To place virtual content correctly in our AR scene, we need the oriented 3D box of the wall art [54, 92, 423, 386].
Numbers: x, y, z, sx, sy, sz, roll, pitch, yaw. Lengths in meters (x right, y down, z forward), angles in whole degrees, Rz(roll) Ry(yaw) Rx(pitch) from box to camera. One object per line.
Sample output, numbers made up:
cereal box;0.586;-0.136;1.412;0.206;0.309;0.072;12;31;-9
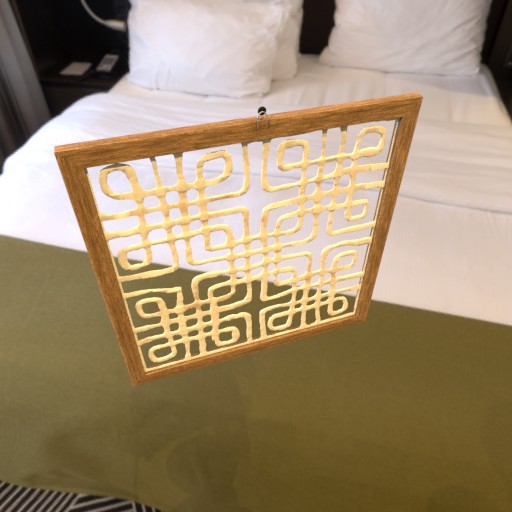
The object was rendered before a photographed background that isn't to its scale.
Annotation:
wall art;0.000;0.000;0.829;0.561;0.582;0.021;-13;44;-14
